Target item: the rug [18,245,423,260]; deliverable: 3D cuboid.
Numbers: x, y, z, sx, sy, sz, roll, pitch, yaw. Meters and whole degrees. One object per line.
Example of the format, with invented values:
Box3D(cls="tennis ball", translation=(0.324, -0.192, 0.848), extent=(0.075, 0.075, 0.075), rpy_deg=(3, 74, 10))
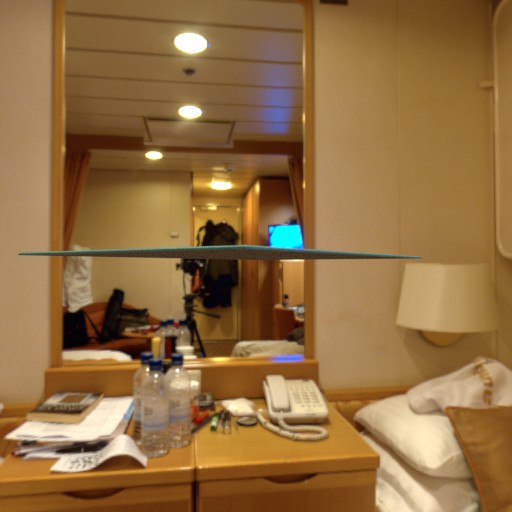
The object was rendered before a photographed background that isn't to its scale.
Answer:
Box3D(cls="rug", translation=(0.000, 0.000, 3.484), extent=(1.830, 0.018, 2.769), rpy_deg=(-1, -2, 35))
